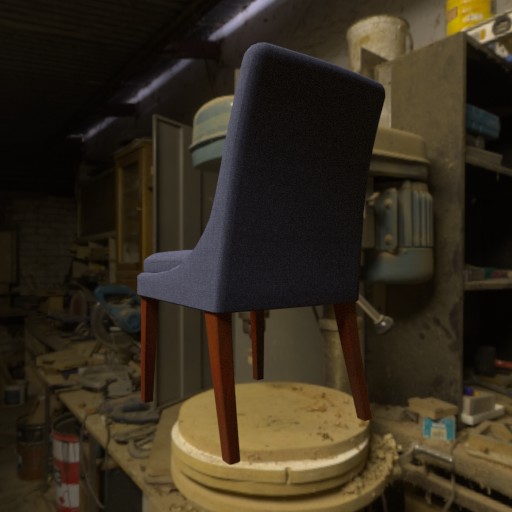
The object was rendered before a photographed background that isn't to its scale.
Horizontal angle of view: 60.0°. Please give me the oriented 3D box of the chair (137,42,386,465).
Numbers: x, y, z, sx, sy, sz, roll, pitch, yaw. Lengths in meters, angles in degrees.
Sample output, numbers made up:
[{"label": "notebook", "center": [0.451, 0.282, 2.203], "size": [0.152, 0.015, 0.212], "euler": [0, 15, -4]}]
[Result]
[{"label": "chair", "center": [0.000, 0.000, 1.343], "size": [0.508, 0.952, 0.655], "euler": [0, 0, -36]}]
